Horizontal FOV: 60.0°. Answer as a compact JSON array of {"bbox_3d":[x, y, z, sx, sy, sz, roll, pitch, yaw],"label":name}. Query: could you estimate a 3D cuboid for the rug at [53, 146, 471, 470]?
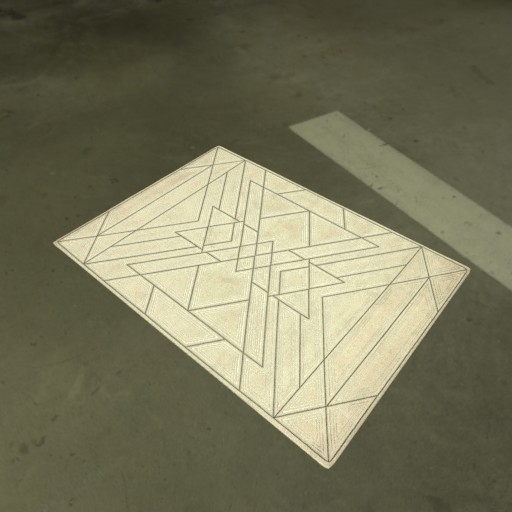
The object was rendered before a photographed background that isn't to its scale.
[{"bbox_3d":[0.000,0.000,4.385,3.381,0.026,2.436,32,53,27],"label":"rug"}]
